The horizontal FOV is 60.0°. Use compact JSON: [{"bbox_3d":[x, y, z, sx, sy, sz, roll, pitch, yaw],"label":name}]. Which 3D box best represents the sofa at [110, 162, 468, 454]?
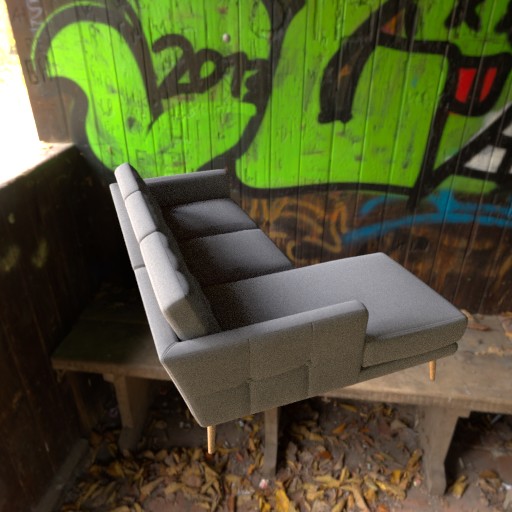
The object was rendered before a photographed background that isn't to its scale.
[{"bbox_3d":[0.000,0.000,2.790,1.530,0.860,2.040,-11,31,-18],"label":"sofa"}]
